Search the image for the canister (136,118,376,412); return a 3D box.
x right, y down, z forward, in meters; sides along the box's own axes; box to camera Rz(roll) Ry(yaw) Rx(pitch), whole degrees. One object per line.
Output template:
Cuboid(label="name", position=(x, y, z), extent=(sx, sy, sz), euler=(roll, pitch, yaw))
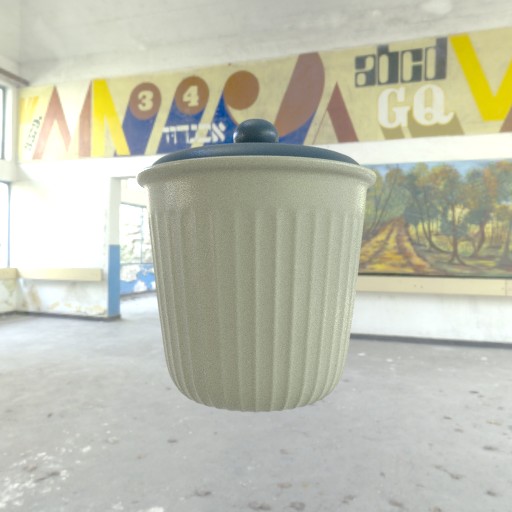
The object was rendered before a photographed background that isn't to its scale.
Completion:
Cuboid(label="canister", position=(0.000, 0.000, 0.346), extent=(0.181, 0.211, 0.181), euler=(0, 1, 0))
